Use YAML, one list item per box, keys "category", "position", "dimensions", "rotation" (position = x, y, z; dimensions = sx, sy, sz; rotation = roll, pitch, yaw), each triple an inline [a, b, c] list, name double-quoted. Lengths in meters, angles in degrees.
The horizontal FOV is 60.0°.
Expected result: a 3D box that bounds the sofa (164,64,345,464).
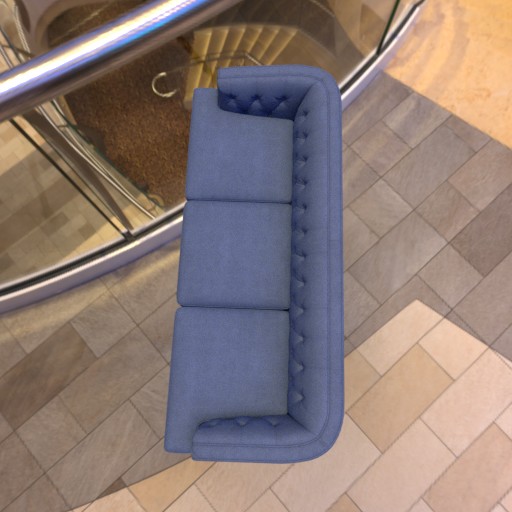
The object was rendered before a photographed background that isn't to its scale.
- category: "sofa"
  position: [0.000, 0.000, 2.682]
  dimensions: [0.914, 0.787, 2.235]
  rotation: [2, 76, 1]
